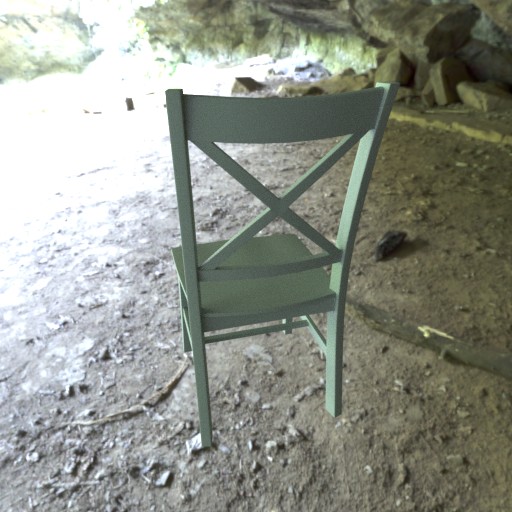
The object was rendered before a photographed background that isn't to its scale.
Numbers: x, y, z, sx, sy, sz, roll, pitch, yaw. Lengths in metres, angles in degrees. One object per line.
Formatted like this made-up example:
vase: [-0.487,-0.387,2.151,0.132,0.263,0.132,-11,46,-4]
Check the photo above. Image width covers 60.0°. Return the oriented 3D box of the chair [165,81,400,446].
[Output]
chair: [0.000,0.000,1.298,0.485,0.983,0.542,-7,28,-14]
